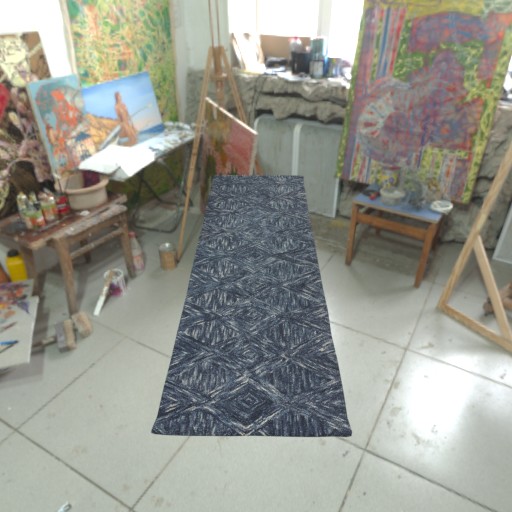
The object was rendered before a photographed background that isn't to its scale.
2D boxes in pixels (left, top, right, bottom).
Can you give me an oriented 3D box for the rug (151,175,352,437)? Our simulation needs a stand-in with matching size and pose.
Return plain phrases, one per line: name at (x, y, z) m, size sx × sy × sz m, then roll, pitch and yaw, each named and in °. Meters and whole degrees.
rug at (0.000, 0.000, 2.522) m, size 0.719 × 0.013 × 2.306 m, roll 0°, pitch 33°, yaw 1°
